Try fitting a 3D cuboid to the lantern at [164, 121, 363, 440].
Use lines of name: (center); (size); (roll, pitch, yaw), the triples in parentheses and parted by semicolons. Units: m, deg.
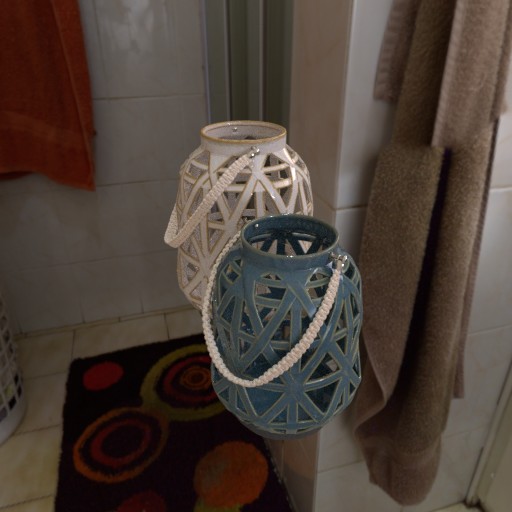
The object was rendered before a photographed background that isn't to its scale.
lantern: (0.000, 0.000, 0.631); (0.245, 0.307, 0.439); (-7, 30, -12)
